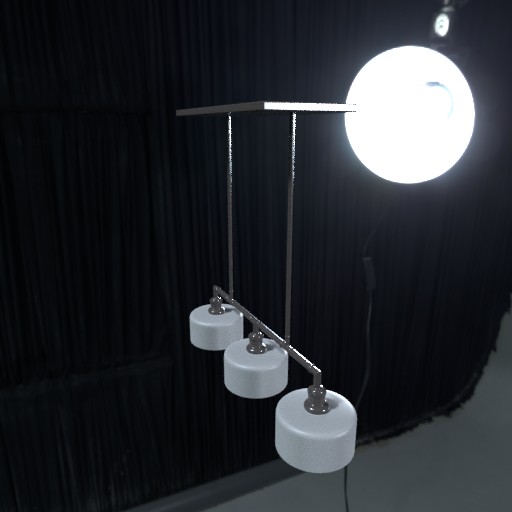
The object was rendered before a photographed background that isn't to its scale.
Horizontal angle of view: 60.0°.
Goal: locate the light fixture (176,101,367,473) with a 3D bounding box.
[{"bbox_3d":[0.000,0.000,0.876,0.177,0.557,0.582,-8,18,-26],"label":"light fixture"}]
